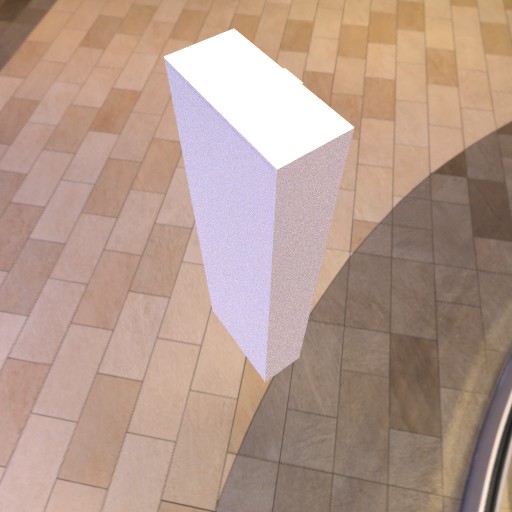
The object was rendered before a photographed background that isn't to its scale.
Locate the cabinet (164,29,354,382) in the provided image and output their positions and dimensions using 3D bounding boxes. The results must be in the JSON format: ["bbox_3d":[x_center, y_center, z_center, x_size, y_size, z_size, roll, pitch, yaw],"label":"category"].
[{"bbox_3d":[0.000,0.000,1.844,0.255,1.630,0.520,-31,63,-18],"label":"cabinet"}]
